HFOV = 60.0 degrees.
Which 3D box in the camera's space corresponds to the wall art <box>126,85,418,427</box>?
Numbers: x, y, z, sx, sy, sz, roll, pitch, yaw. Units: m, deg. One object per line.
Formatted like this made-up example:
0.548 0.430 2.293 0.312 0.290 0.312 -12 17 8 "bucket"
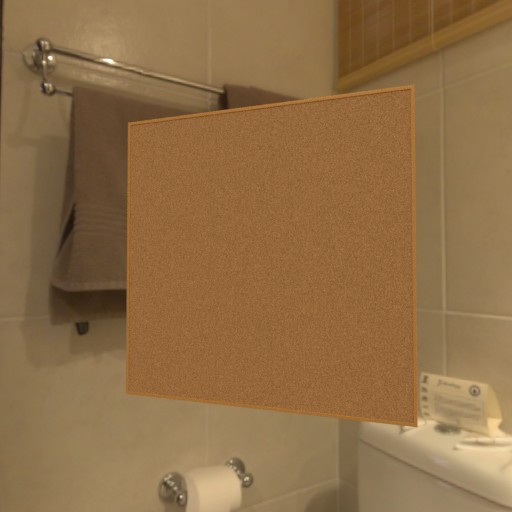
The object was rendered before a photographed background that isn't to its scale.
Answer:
0.000 0.000 0.673 0.457 0.455 0.013 -1 -2 20 "wall art"
